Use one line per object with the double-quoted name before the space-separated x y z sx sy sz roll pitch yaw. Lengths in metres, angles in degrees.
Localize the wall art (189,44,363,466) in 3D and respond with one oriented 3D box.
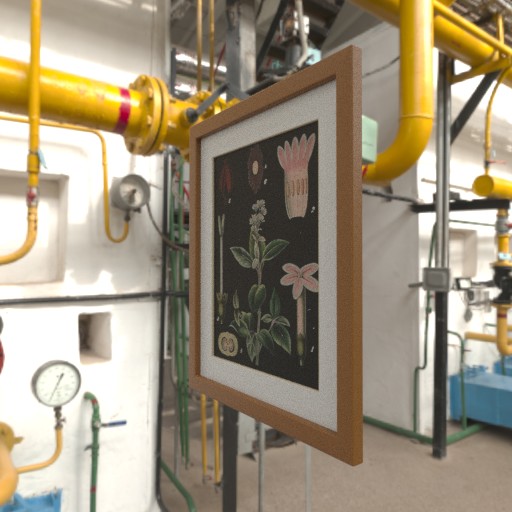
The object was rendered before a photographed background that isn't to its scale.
"wall art" 0.000 0.000 0.762 0.021 0.550 0.449 1 -1 -36
